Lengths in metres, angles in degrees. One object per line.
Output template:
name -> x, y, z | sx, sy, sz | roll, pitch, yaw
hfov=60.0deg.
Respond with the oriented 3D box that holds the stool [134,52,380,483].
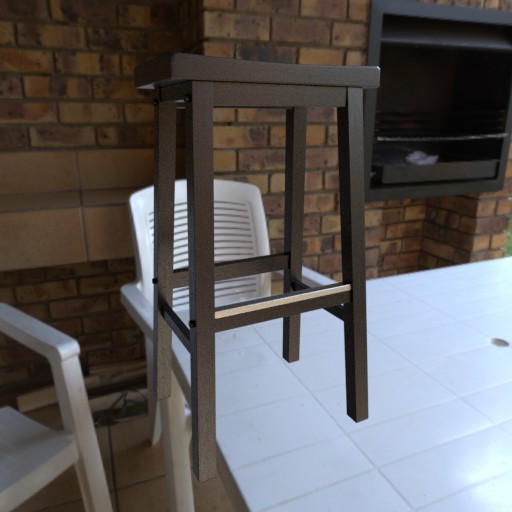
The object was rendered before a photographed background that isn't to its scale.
stool -> 0.000, 0.000, 0.940 | 0.406, 0.742, 0.322 | -9, 19, -26
